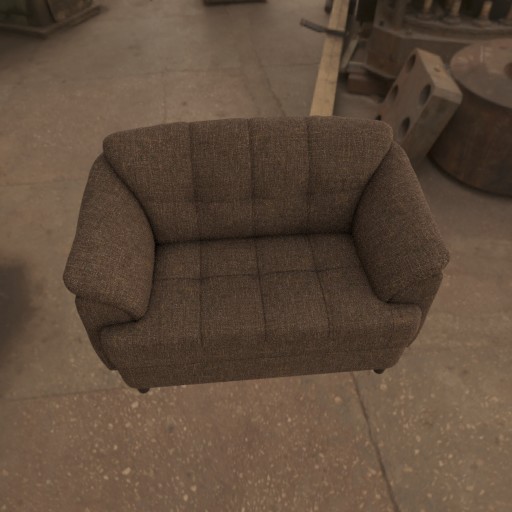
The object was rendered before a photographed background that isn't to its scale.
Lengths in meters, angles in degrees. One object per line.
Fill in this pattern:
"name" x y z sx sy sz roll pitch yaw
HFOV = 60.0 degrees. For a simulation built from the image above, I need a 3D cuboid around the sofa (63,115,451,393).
"sofa" 0.000 0.000 1.907 1.404 0.895 0.799 -4 45 -4
